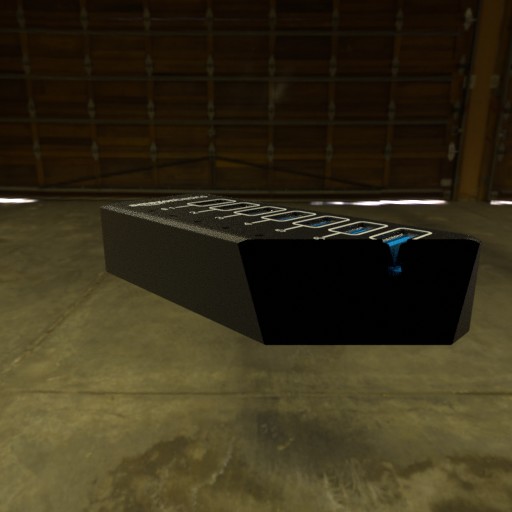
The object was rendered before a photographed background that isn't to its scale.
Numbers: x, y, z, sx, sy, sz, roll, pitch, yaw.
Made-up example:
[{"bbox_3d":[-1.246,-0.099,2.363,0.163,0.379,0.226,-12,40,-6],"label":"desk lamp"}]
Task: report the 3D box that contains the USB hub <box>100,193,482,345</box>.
[{"bbox_3d":[0.000,0.000,0.129,0.044,0.023,0.110,-15,21,-42],"label":"USB hub"}]
